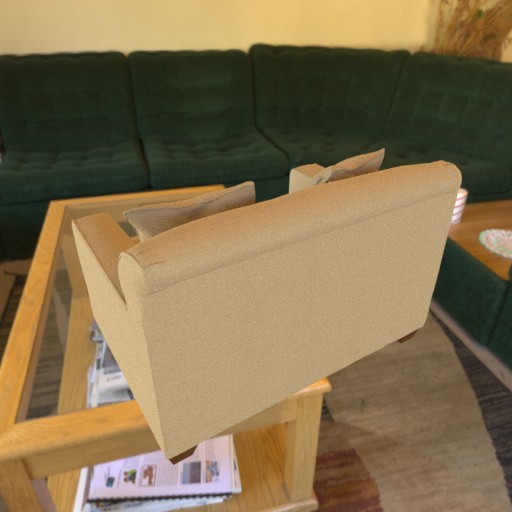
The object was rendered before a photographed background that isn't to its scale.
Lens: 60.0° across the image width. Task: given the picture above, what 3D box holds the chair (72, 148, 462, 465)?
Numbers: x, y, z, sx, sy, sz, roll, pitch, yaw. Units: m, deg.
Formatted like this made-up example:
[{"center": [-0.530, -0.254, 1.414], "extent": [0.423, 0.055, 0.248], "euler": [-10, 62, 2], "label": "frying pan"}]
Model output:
[{"center": [0.000, 0.000, 2.024], "extent": [1.383, 0.948, 1.000], "euler": [-18, 36, -27], "label": "chair"}]
